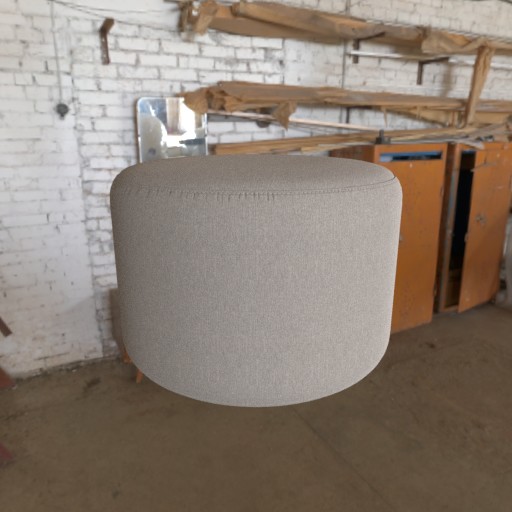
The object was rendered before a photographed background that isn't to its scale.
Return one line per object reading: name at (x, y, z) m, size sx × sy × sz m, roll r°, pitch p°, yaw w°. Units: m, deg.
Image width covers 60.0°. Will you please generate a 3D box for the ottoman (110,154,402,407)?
ottoman at (0.000, 0.000, 1.005) m, size 0.608 × 0.433 × 0.608 m, roll 0°, pitch 16°, yaw 0°
